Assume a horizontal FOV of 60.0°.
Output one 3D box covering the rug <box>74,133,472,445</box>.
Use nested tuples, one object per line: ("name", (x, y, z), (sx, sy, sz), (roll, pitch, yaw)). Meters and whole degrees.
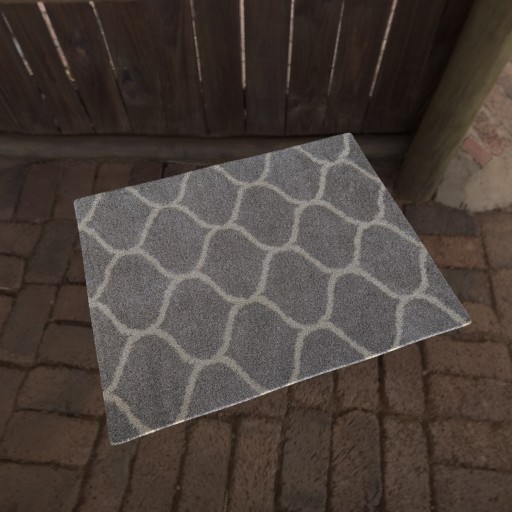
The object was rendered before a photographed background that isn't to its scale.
("rug", (0.000, 0.000, 4.030), (3.000, 0.026, 2.399), (-16, 59, -10))
